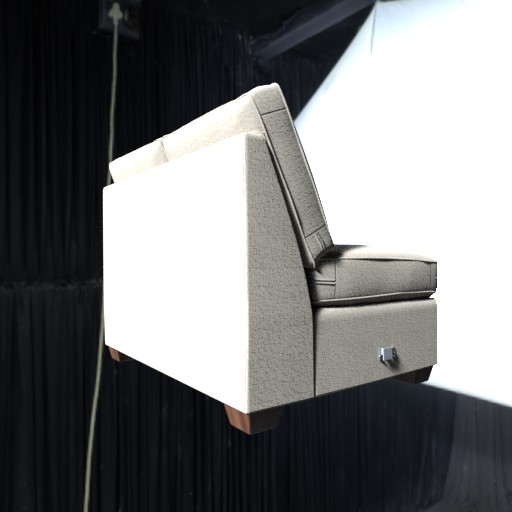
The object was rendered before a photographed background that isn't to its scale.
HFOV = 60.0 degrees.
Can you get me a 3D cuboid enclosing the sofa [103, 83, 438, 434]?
[{"bbox_3d":[0.000,0.000,1.979,0.978,1.006,1.232,0,0,-36],"label":"sofa"}]
